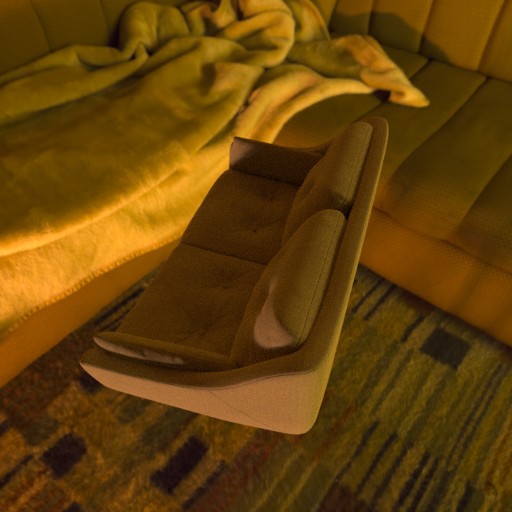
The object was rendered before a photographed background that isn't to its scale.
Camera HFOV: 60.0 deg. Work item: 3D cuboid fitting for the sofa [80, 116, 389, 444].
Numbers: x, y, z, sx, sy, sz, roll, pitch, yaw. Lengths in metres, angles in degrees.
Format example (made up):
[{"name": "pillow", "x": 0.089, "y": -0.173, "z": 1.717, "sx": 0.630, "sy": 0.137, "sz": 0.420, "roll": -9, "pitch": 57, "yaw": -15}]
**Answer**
[{"name": "sofa", "x": 0.000, "y": 0.000, "z": 2.182, "sx": 0.965, "sy": 0.888, "sz": 1.652, "roll": 14, "pitch": 48, "yaw": 13}]
